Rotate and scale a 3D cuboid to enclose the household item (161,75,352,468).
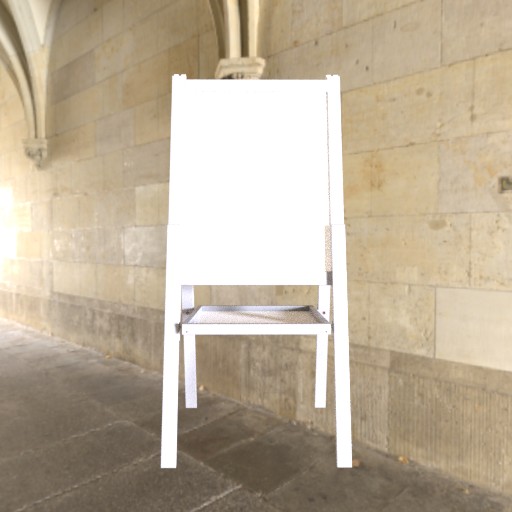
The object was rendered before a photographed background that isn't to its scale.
[{"bbox_3d":[0.000,0.000,1.452,0.531,1.172,0.469,0,2,0],"label":"household item"}]
